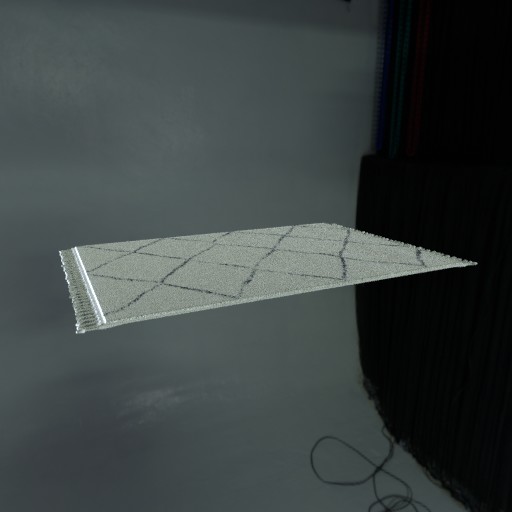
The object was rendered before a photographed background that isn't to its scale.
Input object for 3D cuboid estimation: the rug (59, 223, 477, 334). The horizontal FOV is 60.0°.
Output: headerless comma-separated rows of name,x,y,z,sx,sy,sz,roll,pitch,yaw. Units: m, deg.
rug,0.000,0.000,2.885,2.307,0.031,1.494,-7,16,-25
